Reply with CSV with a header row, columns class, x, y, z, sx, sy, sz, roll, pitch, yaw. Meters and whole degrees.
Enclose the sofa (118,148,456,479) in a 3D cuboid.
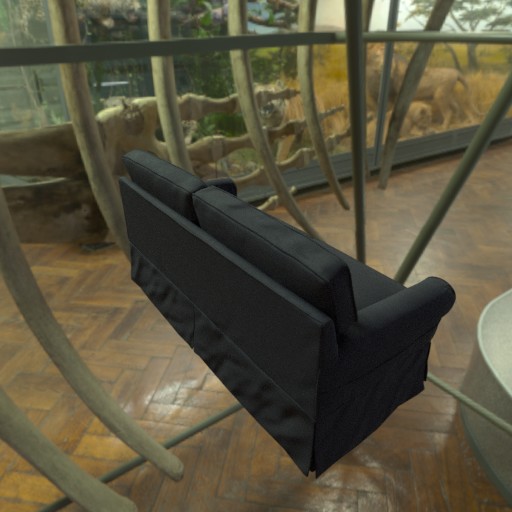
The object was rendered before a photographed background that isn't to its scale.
class,x,y,z,sx,sy,sz,roll,pitch,yaw
sofa,0.000,0.000,2.826,0.983,1.094,2.256,-18,33,-31
